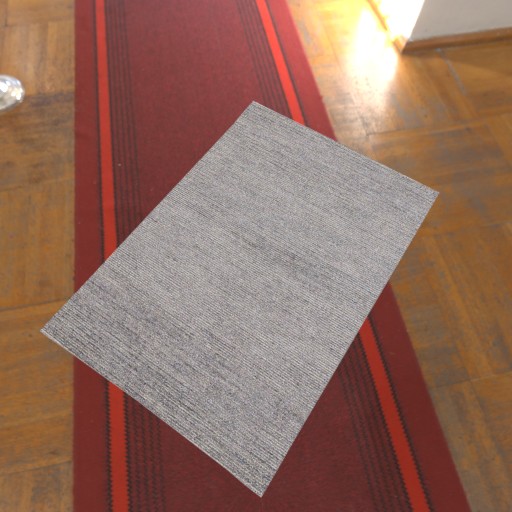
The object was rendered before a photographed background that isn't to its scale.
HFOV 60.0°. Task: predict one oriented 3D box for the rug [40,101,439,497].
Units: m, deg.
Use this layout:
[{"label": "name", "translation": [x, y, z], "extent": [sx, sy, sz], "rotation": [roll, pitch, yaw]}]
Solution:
[{"label": "rug", "translation": [0.000, 0.000, 2.910], "extent": [1.604, 0.030, 2.307], "rotation": [31, 67, 15]}]
